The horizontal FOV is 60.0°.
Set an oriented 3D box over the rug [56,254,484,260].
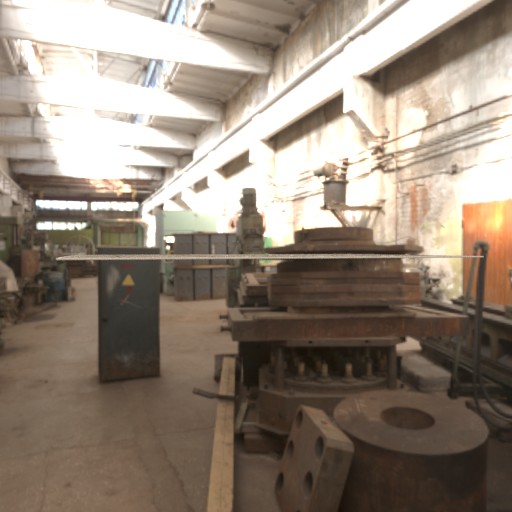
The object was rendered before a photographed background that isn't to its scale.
[{"bbox_3d":[0.000,0.000,2.918,2.284,0.008,1.522,0,1,-19],"label":"rug"}]
